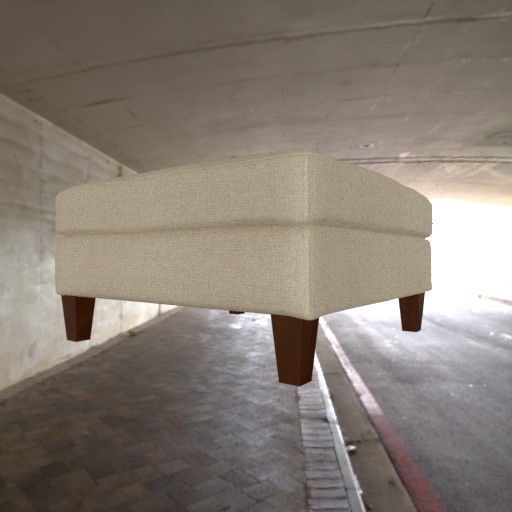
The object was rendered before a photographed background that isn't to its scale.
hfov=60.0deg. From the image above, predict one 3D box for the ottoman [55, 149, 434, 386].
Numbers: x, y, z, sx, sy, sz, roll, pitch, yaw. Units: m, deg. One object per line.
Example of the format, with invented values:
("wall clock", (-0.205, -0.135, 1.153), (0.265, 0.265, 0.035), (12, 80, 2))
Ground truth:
("ottoman", (0.000, 0.000, 1.341), (0.838, 0.478, 0.838), (0, 0, 36))
